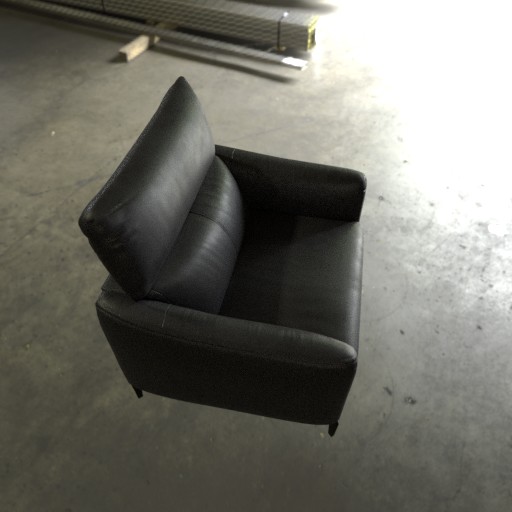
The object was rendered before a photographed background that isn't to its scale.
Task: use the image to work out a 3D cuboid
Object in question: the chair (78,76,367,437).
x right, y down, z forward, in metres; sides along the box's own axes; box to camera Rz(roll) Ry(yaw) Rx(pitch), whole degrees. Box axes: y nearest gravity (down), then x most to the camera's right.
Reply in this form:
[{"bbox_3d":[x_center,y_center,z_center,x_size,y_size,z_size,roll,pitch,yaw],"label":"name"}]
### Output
[{"bbox_3d":[0.000,0.000,1.643,0.809,0.949,0.976,8,48,8],"label":"chair"}]
